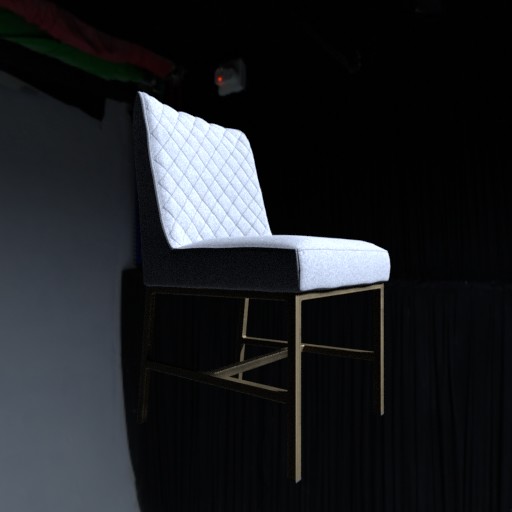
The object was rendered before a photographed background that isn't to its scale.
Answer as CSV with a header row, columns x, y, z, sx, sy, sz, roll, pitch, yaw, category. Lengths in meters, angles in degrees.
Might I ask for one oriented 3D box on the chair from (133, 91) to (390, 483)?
x,y,z,sx,sy,sz,roll,pitch,yaw,category
0.000,0.000,1.219,0.587,0.889,0.508,0,0,36,chair
